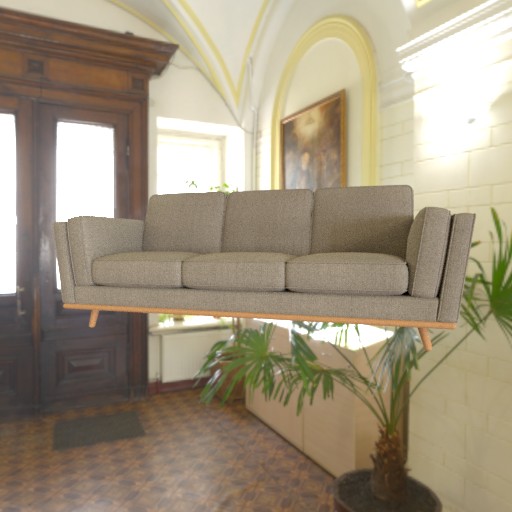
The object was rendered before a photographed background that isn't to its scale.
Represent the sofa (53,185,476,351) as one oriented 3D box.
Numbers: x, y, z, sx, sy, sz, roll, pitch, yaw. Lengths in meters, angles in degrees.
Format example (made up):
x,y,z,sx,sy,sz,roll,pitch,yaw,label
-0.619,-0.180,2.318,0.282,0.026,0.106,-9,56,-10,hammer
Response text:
x,y,z,sx,sy,sz,roll,pitch,yaw,label
0.000,0.000,2.766,2.362,0.899,0.903,0,2,18,sofa
